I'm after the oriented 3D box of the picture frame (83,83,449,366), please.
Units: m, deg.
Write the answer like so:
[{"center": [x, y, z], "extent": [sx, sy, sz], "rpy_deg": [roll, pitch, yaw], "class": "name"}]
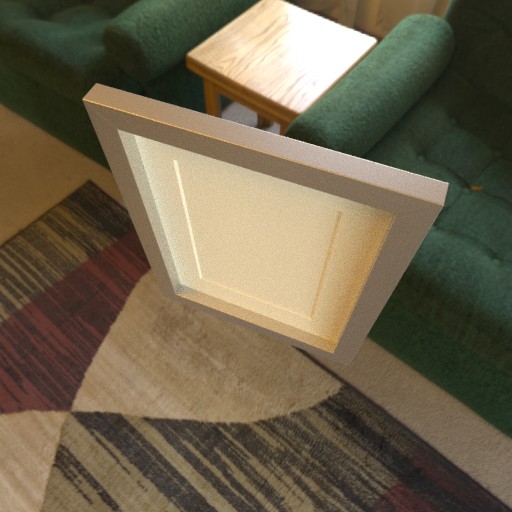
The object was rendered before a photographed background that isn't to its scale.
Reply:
[{"center": [0.000, 0.000, 0.524], "extent": [0.307, 0.386, 0.036], "rpy_deg": [19, 61, 11], "class": "picture frame"}]
